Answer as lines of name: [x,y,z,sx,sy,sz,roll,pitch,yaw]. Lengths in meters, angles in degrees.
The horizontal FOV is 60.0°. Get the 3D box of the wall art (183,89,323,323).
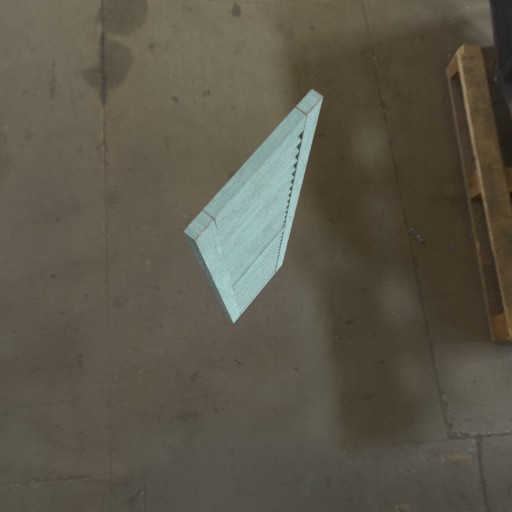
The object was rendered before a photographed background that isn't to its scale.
wall art: [0.000,0.000,1.307,0.025,1.219,0.329,38,79,9]
